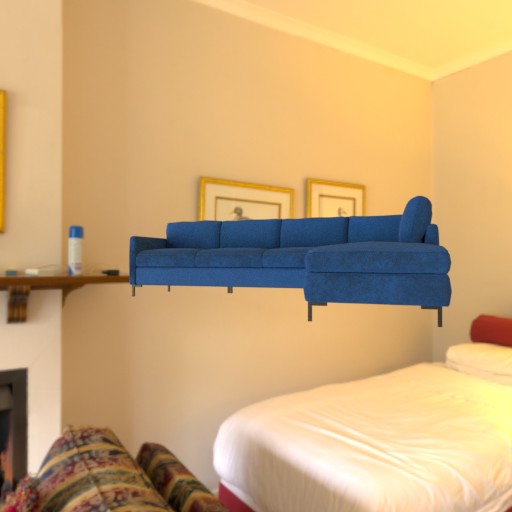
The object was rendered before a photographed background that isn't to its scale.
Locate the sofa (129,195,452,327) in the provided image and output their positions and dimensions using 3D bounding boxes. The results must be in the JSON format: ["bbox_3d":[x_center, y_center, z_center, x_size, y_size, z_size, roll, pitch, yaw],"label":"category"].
[{"bbox_3d":[0.000,0.000,3.238,2.486,0.687,1.707,0,-1,19],"label":"sofa"}]
